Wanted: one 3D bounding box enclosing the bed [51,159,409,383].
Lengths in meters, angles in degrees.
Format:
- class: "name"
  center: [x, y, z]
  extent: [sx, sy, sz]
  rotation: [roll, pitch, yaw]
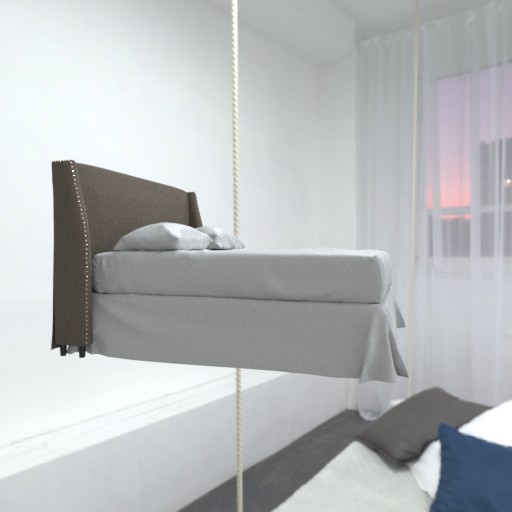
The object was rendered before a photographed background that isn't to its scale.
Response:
- class: "bed"
  center: [0.000, 0.000, 3.504]
  extent: [2.276, 1.332, 1.925]
  rotation: [0, 1, 18]
